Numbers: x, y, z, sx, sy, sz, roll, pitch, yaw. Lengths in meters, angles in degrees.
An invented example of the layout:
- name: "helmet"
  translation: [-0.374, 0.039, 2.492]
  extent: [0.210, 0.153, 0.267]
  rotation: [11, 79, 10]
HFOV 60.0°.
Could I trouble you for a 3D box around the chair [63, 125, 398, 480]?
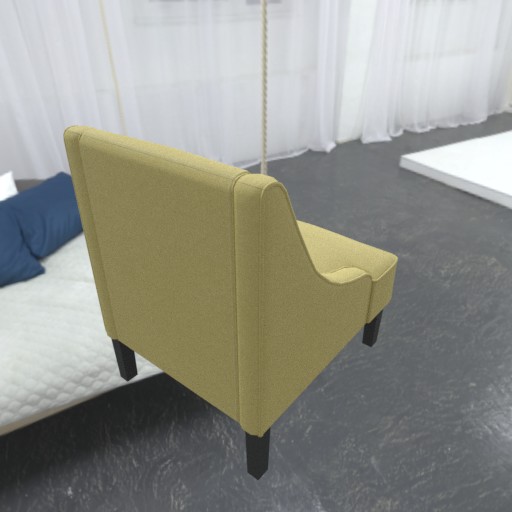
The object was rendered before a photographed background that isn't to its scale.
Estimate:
- name: "chair"
  translation: [0.000, 0.000, 1.469]
  extent: [0.696, 0.896, 0.814]
  rotation: [22, 37, 33]
